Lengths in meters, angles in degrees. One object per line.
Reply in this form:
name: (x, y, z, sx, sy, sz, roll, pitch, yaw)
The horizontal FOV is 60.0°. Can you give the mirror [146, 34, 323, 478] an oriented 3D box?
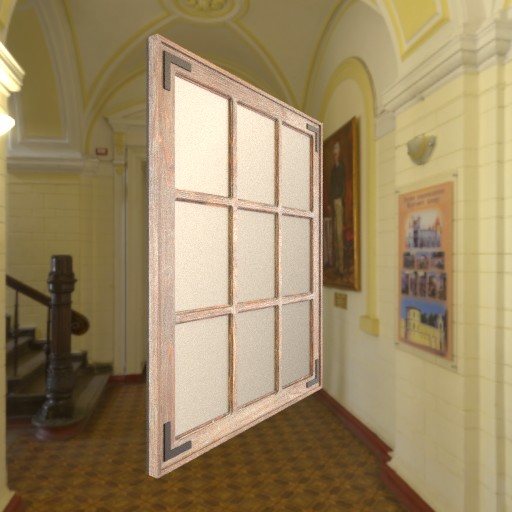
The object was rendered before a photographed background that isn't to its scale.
mirror: (0.000, 0.000, 1.187, 0.032, 0.882, 0.730, 0, 0, 35)
